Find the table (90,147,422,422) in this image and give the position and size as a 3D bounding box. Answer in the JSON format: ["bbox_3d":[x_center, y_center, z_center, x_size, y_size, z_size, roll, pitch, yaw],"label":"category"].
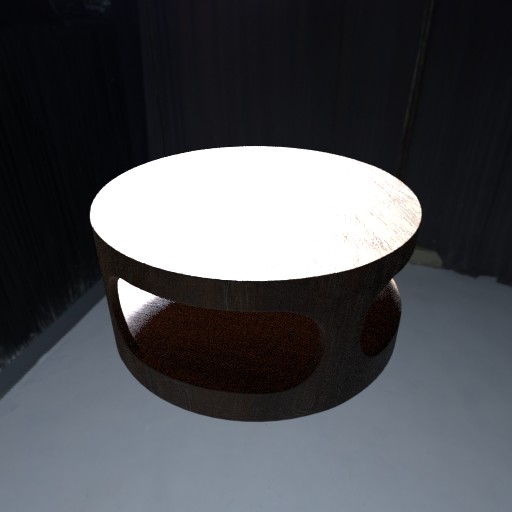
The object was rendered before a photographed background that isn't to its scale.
[{"bbox_3d":[0.000,0.000,1.481,0.974,0.450,0.974,0,30,0],"label":"table"}]
